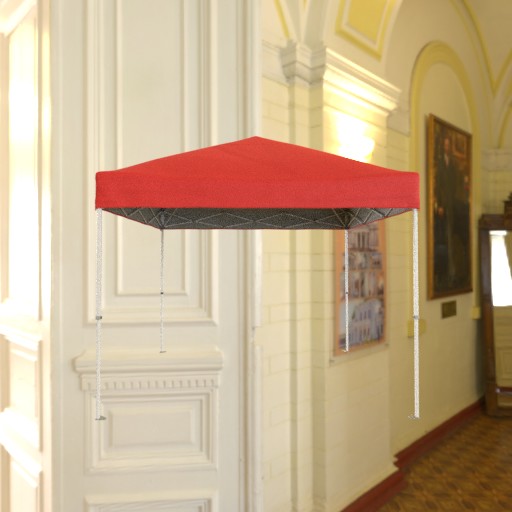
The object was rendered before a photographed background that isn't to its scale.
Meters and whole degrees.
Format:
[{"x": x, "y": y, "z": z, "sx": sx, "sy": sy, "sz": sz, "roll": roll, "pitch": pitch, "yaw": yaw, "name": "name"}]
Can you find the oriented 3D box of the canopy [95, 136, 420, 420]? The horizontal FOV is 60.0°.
[{"x": 0.000, "y": 0.000, "z": 5.533, "sx": 2.996, "sy": 2.997, "sz": 2.998, "roll": 0, "pitch": 0, "yaw": -1, "name": "canopy"}]
